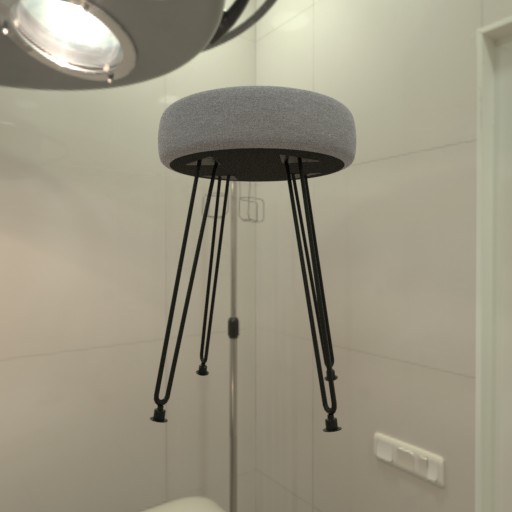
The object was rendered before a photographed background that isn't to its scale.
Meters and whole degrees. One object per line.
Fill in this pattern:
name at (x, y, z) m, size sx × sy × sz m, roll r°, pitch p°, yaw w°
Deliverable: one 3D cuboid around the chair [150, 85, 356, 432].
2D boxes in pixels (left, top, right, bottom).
chair at (0.000, 0.000, 0.688) m, size 0.350 × 0.440 × 0.350 m, roll 0°, pitch 1°, yaw -37°
